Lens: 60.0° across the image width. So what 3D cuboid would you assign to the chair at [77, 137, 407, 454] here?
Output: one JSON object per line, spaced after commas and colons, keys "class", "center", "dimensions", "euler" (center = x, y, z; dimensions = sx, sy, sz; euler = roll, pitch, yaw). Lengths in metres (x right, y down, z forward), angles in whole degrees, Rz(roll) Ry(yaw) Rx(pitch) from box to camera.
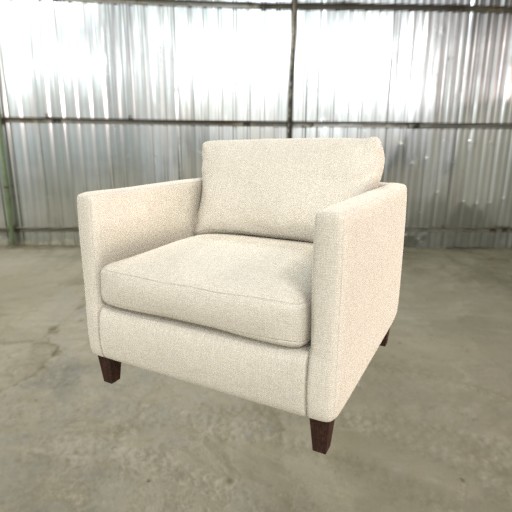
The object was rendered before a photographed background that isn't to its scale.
{"class": "chair", "center": [0.000, 0.000, 1.767], "dimensions": [0.996, 0.919, 0.959], "euler": [7, 16, 27]}
